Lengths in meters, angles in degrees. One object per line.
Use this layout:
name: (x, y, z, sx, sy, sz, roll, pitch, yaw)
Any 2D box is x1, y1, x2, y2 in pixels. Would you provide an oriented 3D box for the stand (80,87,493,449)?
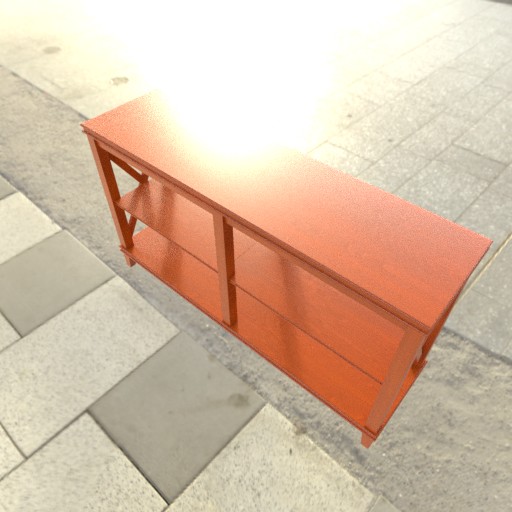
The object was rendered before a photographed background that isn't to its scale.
stand: (0.000, 0.000, 1.684, 1.372, 0.762, 0.381, 32, 54, 27)
